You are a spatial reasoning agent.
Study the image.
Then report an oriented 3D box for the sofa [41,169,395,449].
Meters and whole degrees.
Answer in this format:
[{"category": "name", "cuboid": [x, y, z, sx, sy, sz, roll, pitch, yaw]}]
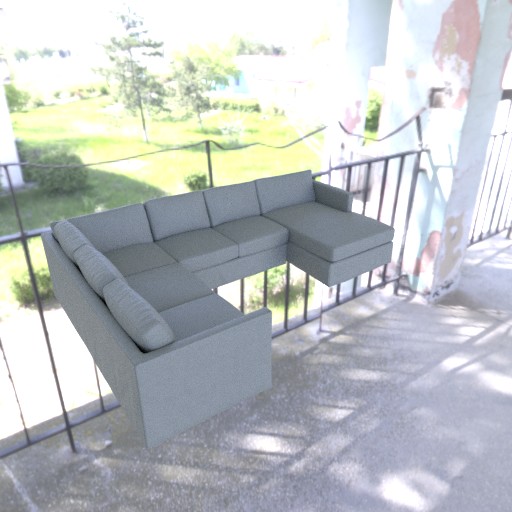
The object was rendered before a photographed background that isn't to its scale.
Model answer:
[{"category": "sofa", "cuboid": [0.000, 0.000, 4.447, 3.460, 0.882, 2.427, -18, 31, -32]}]
